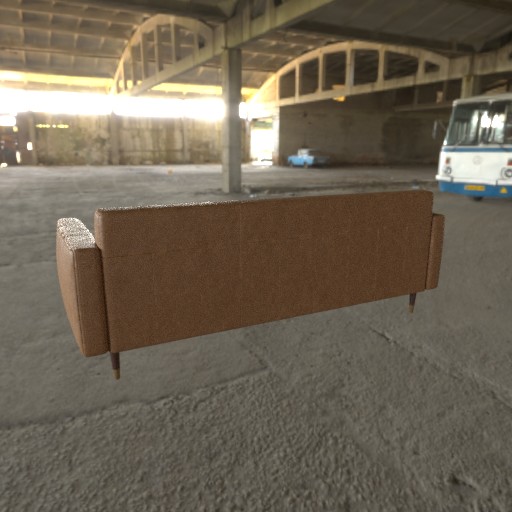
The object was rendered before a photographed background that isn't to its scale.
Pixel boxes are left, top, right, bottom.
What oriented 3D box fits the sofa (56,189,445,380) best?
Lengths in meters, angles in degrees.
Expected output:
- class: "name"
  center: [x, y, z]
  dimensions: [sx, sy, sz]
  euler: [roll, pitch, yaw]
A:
- class: "sofa"
  center: [0.000, 0.000, 2.811]
  dimensions: [2.291, 0.821, 0.990]
  euler: [-7, 16, -26]
